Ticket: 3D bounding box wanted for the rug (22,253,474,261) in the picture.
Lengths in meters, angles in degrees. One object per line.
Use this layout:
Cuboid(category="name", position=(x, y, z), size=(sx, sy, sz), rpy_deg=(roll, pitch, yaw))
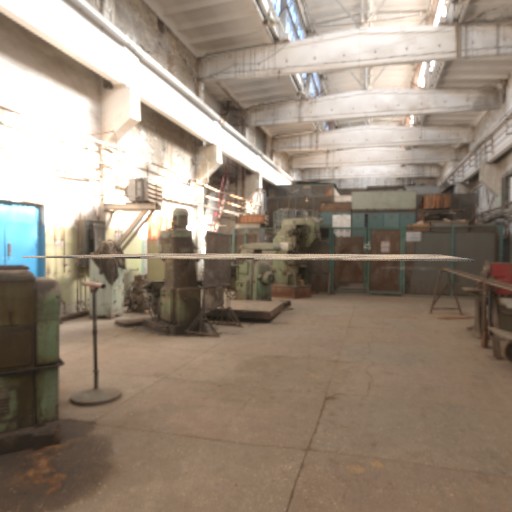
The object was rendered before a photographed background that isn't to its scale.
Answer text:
Cuboid(category="rug", position=(0.000, 0.000, 2.961), size=(2.423, 0.008, 1.513), rpy_deg=(0, 1, 18))
